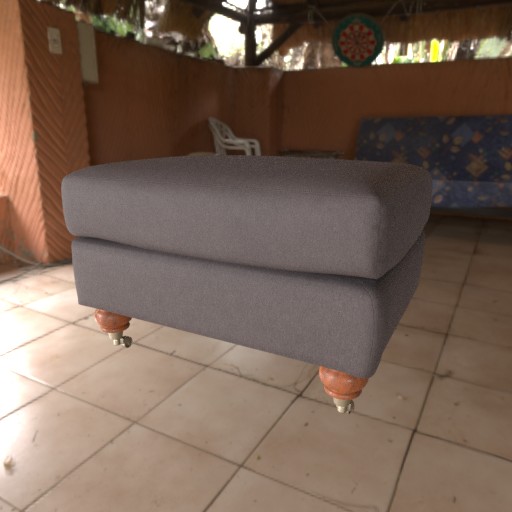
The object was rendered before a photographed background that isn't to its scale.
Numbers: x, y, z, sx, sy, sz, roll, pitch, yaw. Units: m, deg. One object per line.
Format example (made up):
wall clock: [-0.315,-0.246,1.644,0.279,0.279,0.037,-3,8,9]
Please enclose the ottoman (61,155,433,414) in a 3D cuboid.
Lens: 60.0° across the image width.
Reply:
ottoman: [0.000,0.000,1.140,0.773,0.497,0.574,8,18,27]
